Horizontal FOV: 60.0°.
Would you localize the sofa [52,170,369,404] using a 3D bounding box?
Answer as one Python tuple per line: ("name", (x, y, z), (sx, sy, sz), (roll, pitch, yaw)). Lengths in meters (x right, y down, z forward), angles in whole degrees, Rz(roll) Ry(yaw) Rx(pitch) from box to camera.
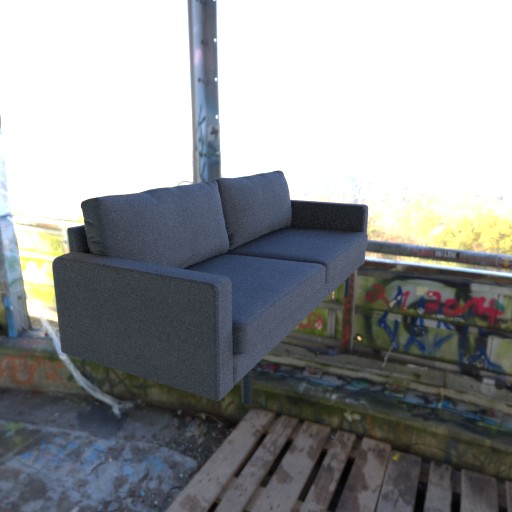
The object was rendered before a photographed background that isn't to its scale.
("sofa", (0.000, 0.000, 2.619), (0.880, 0.880, 2.100), (8, 17, 27))
